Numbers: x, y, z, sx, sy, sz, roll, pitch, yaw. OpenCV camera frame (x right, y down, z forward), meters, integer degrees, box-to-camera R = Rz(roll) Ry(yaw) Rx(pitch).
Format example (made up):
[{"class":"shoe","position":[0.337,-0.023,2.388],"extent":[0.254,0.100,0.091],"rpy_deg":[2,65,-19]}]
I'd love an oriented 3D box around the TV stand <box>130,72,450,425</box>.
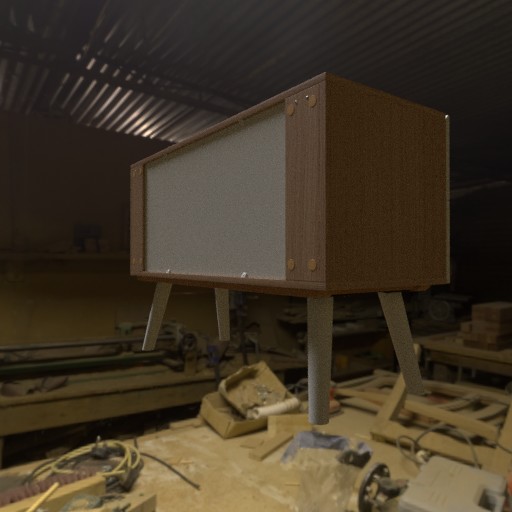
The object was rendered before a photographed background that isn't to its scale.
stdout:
[{"class":"TV stand","position":[0.000,0.000,1.322],"extent":[0.407,0.660,0.991],"rpy_deg":[0,-1,-36]}]
